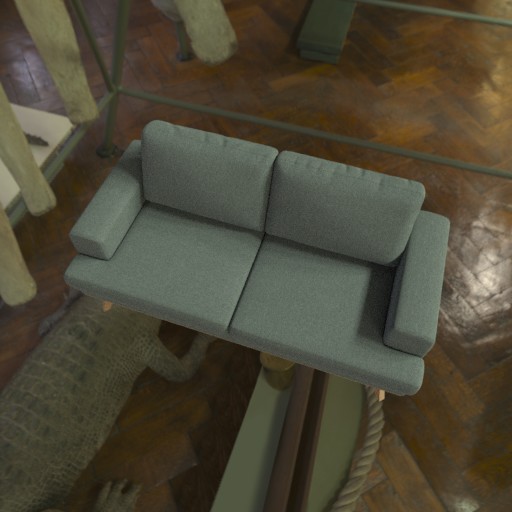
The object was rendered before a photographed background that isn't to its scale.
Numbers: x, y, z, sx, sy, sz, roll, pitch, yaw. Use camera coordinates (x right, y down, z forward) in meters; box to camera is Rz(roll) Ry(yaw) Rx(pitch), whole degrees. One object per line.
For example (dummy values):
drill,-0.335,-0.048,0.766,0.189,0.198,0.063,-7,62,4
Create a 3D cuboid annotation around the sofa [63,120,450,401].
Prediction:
sofa,0.000,0.000,2.083,1.650,0.810,0.785,16,59,10
